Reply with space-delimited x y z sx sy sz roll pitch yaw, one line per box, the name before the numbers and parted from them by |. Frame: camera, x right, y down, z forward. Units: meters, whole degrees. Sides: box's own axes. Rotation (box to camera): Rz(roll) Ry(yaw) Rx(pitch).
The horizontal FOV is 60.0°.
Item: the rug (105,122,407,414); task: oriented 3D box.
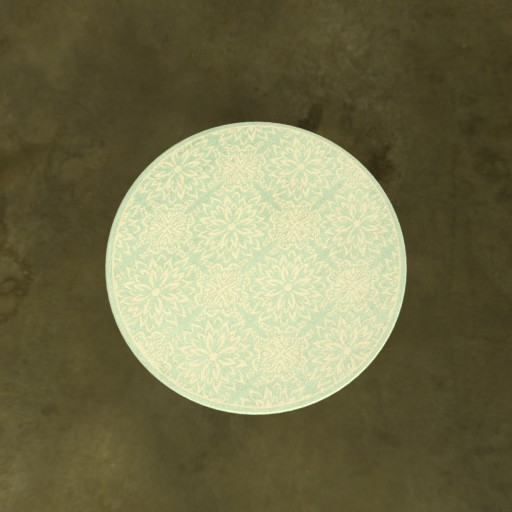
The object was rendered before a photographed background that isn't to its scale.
rug | 0.000 0.000 2.352 1.593 0.012 1.593 0 76 0
